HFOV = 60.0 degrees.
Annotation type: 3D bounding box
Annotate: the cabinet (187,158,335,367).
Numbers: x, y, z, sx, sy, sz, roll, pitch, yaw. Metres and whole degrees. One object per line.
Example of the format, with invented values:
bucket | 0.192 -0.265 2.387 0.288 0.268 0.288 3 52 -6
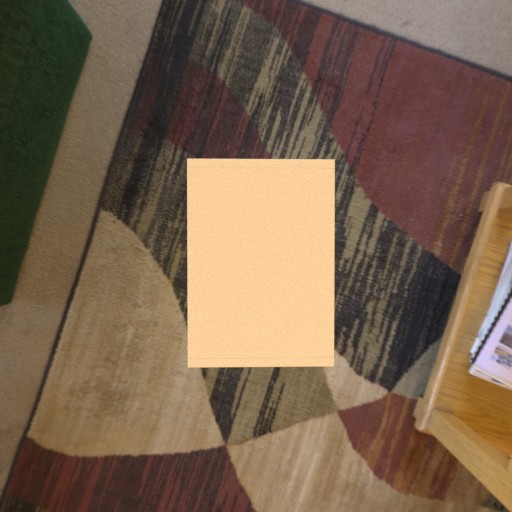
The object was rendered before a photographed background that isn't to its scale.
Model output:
cabinet | 0.000 0.000 1.527 0.300 1.350 0.400 0 91 -2
